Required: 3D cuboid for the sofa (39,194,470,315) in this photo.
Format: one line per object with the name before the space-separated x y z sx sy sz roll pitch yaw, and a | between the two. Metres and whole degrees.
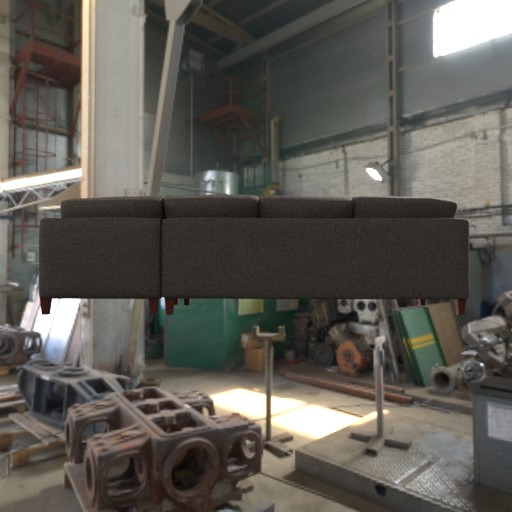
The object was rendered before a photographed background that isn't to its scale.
sofa | 0.000 0.000 4.598 3.302 0.947 2.593 0 -1 1
